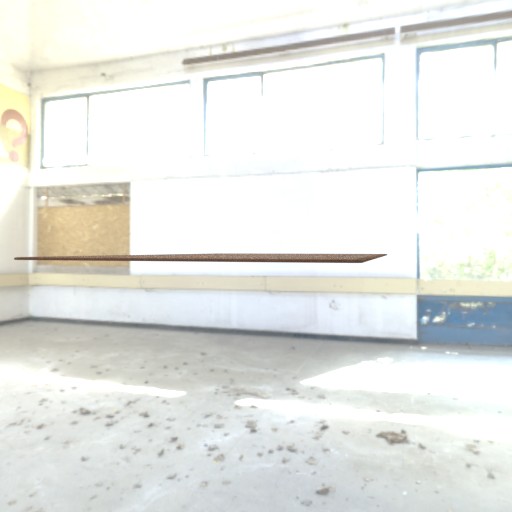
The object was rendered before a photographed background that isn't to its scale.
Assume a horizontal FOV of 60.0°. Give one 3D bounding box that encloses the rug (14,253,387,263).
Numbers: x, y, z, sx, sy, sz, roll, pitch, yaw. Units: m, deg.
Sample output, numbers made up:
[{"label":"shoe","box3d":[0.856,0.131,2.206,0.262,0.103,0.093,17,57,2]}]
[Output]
[{"label":"rug","box3d":[0.000,0.000,2.255,1.219,0.010,1.829,0,1,19]}]
